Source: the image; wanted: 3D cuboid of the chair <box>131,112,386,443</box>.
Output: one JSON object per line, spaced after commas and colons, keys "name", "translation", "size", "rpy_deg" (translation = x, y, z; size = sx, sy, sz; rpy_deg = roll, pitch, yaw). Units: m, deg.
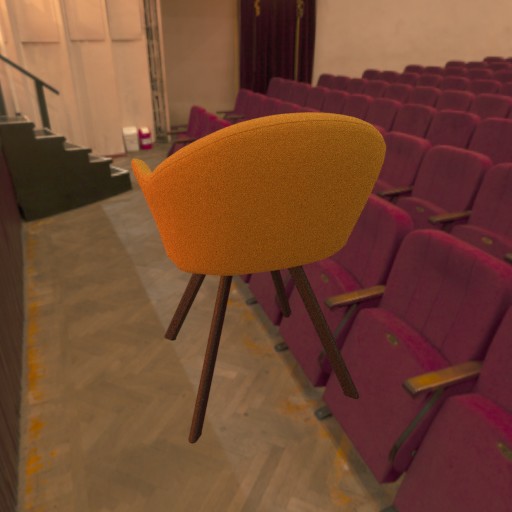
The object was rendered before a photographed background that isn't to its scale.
{"name": "chair", "translation": [0.000, 0.000, 1.147], "size": [0.545, 0.775, 0.565], "rpy_deg": [-9, 27, -17]}
